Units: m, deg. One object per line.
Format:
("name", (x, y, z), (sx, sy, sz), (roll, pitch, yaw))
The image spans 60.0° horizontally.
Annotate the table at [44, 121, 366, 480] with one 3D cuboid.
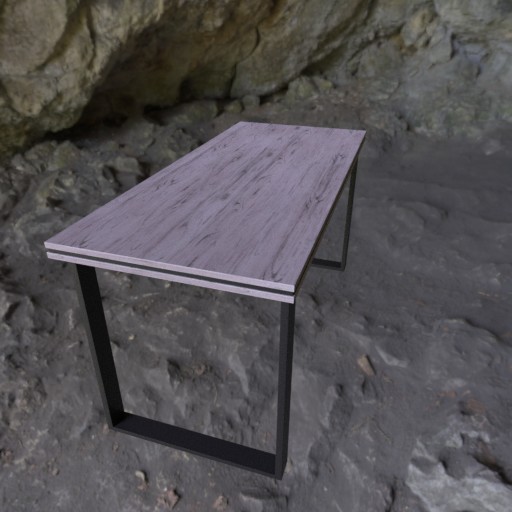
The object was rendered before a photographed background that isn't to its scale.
("table", (0.000, 0.000, 2.217), (0.795, 0.899, 1.778), (9, 30, 16))
